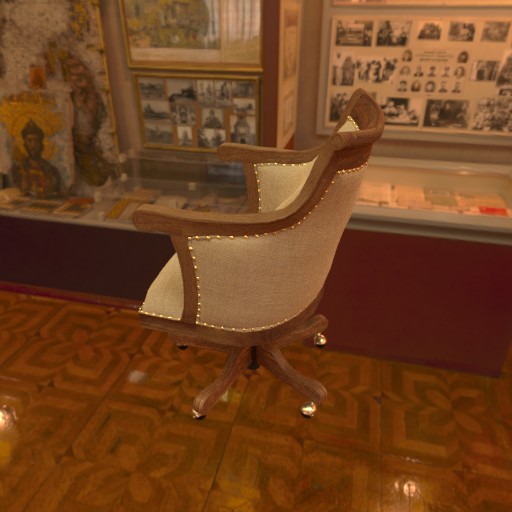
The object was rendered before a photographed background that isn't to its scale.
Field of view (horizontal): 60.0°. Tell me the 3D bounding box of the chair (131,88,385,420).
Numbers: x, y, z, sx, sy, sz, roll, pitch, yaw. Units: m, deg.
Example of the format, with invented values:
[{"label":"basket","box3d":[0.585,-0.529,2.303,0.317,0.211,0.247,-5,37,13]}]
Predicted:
[{"label":"chair","box3d":[0.000,0.000,1.437,0.689,0.965,0.656,8,30,14]}]
